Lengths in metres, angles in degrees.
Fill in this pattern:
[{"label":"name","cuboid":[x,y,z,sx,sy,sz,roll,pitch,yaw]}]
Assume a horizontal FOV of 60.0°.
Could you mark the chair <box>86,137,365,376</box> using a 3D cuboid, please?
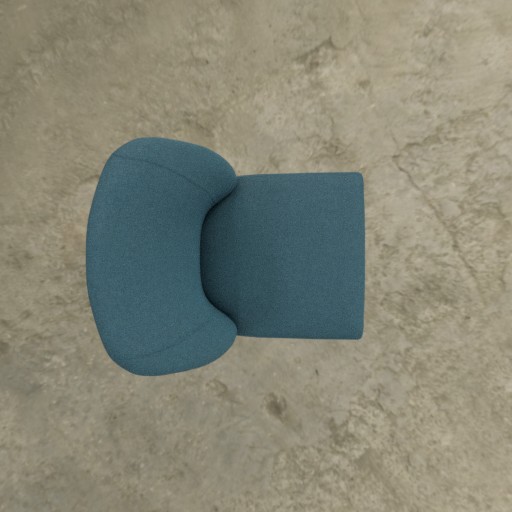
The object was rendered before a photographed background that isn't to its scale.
[{"label":"chair","cuboid":[0.000,0.000,1.249,0.620,0.879,0.507,0,90,1]}]
